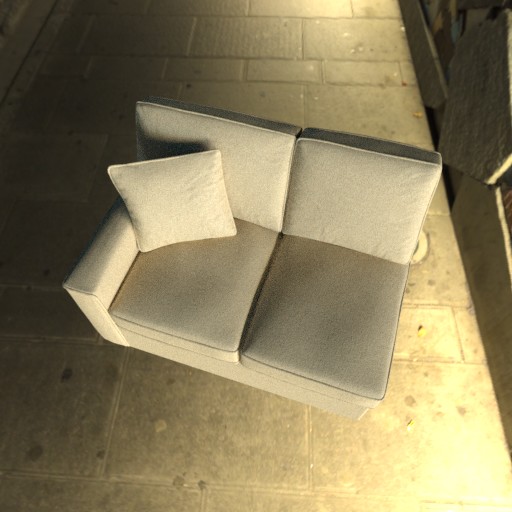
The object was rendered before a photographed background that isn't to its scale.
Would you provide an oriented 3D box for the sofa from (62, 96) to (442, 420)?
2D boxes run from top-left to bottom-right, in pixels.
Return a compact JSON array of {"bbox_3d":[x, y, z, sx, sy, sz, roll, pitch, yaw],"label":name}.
[{"bbox_3d":[0.000,0.000,2.072,1.388,0.989,0.991,15,59,10],"label":"sofa"}]
